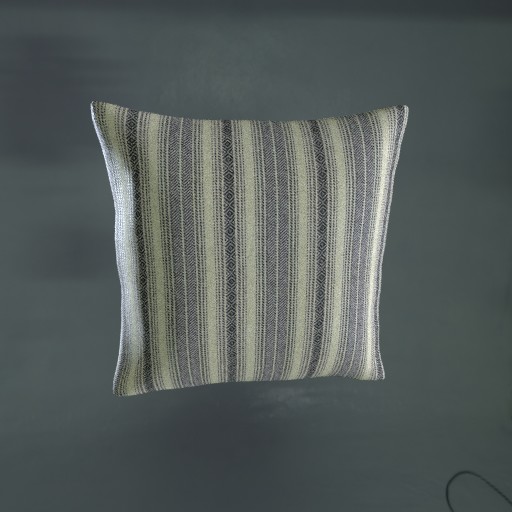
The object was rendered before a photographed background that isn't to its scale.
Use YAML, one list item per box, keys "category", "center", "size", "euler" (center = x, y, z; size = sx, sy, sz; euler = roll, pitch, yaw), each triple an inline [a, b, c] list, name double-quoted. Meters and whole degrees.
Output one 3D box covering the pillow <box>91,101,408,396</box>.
- category: "pillow"
  center: [0.000, 0.000, 0.776]
  size: [0.520, 0.508, 0.166]
  euler: [-2, 14, -7]
